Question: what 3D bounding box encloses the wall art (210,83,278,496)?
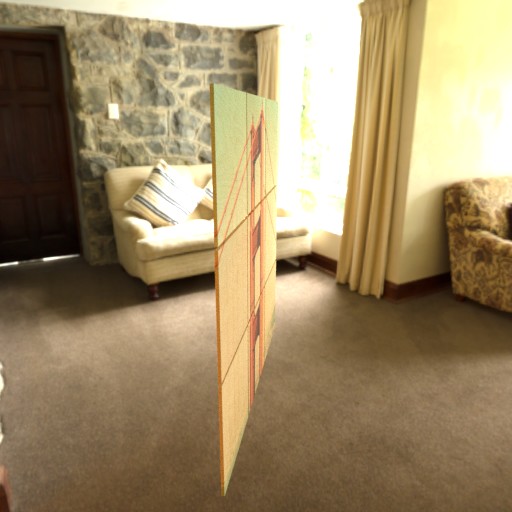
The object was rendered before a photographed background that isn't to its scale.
[{"bbox_3d":[0.000,0.000,2.238,0.013,1.523,1.517,3,17,9],"label":"wall art"}]
